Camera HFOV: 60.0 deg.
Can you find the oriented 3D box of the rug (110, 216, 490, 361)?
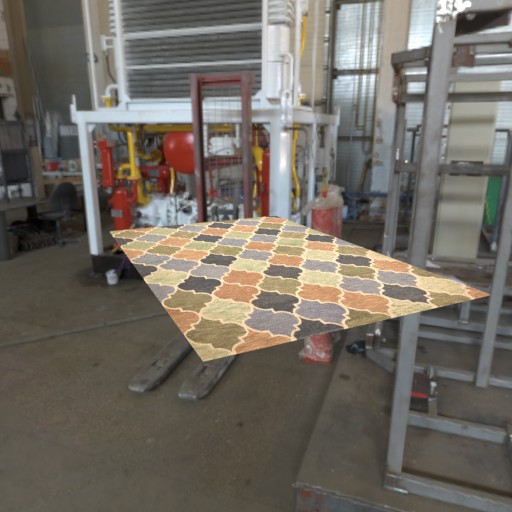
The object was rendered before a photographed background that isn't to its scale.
[{"bbox_3d":[0.000,0.000,2.325,1.216,0.006,1.828,-8,18,-25],"label":"rug"}]
